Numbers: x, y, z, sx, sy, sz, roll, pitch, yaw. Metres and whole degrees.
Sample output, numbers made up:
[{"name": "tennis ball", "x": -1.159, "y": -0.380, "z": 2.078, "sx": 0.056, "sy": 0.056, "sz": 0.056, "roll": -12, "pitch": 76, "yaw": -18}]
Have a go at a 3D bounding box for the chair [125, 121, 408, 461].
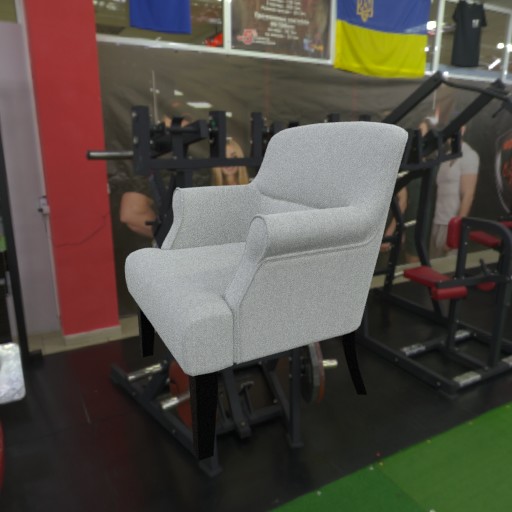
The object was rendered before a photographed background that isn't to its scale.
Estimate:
[{"name": "chair", "x": 0.000, "y": 0.000, "z": 1.497, "sx": 0.750, "sy": 0.875, "sz": 0.781, "roll": -7, "pitch": 17, "yaw": -26}]
